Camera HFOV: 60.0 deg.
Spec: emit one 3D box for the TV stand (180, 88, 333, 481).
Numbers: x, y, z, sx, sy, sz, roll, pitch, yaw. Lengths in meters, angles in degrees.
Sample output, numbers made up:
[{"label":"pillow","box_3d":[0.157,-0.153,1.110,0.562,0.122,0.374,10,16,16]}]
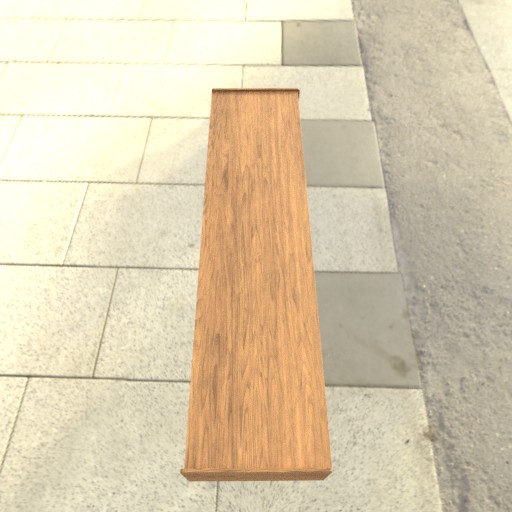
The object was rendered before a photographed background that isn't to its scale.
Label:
[{"label":"TV stand","box_3d":[0.000,0.000,1.978,0.467,0.415,1.796,0,57,0]}]
